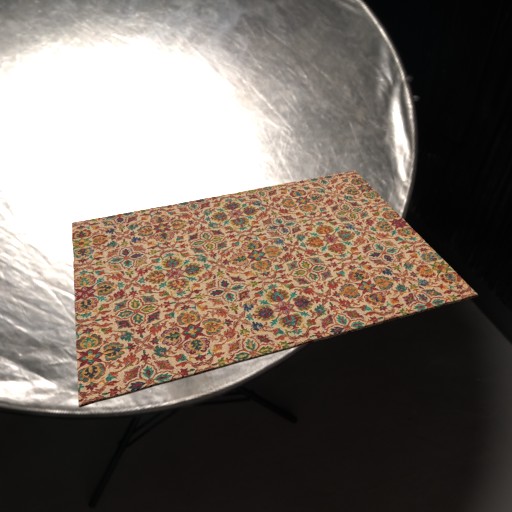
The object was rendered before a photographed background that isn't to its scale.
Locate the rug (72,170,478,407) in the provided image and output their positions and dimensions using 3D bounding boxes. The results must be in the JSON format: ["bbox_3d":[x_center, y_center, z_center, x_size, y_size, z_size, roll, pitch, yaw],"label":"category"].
[{"bbox_3d":[0.000,0.000,2.929,2.297,0.018,1.541,-12,43,-14],"label":"rug"}]
